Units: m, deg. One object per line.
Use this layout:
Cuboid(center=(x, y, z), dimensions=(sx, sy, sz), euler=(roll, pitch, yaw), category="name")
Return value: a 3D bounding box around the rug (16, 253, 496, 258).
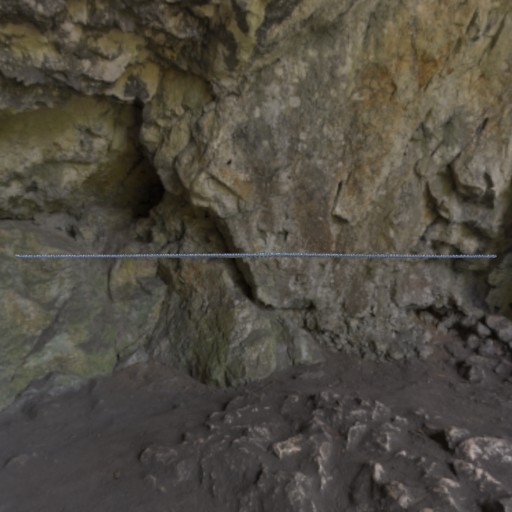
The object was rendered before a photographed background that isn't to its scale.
Cuboid(center=(0.000, 0.000, 2.202), dimensions=(1.777, 0.021, 1.145), euler=(0, 0, 1), category="rug")
